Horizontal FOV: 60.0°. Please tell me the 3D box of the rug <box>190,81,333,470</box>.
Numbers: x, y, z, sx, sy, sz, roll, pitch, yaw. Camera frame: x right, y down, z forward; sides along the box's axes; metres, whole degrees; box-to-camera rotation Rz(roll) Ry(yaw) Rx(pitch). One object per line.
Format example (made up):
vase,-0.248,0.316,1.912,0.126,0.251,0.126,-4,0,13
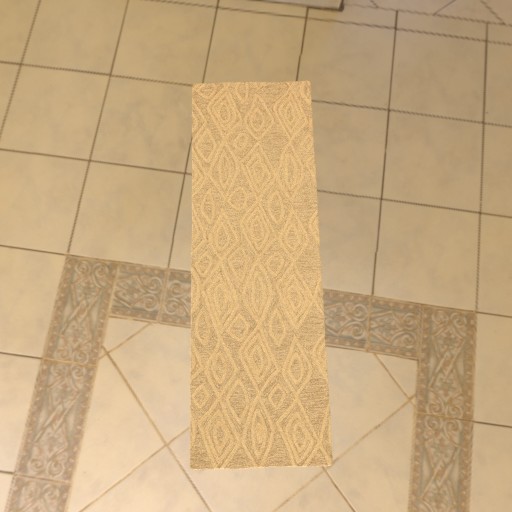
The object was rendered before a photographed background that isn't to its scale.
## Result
rug,0.000,0.000,2.749,0.807,0.013,2.436,-1,77,0
